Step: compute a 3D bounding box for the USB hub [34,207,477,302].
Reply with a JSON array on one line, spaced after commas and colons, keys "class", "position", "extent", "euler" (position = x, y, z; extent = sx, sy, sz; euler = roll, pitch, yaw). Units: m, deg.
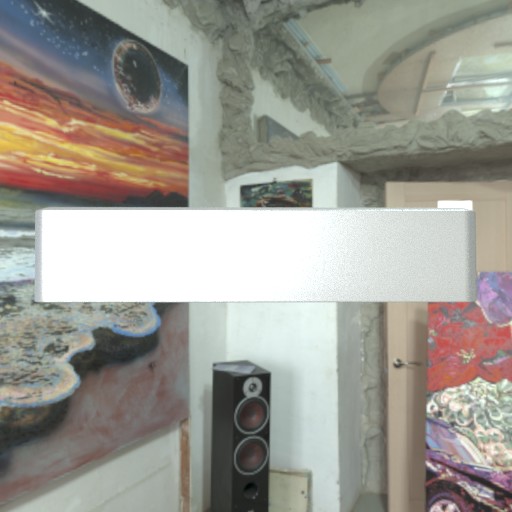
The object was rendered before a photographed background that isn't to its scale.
[{"class": "USB hub", "position": [0.000, 0.000, 0.129], "extent": [0.110, 0.023, 0.044], "euler": [0, -1, -1]}]
